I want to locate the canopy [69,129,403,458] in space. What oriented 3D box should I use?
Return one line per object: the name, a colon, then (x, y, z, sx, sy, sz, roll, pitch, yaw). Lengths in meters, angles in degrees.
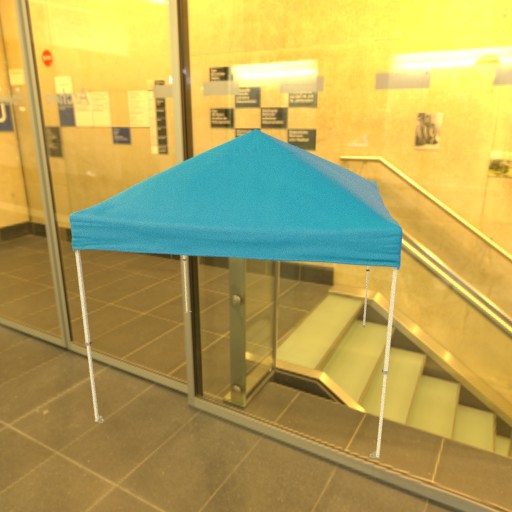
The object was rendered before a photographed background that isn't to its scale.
canopy: (0.000, 0.000, 5.451, 2.998, 2.997, 2.996, 3, 17, 10)
